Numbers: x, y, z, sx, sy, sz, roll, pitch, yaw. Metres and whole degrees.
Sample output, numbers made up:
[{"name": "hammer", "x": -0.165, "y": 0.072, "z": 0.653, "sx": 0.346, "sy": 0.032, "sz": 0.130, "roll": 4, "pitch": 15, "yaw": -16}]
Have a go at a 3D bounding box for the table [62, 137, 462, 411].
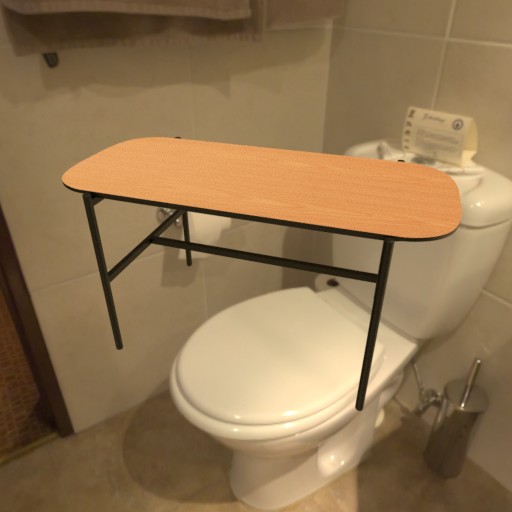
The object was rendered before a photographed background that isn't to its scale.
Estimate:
[{"name": "table", "x": 0.000, "y": 0.000, "z": 1.035, "sx": 0.800, "sy": 0.400, "sz": 0.400, "roll": 10, "pitch": 33, "yaw": 15}]
